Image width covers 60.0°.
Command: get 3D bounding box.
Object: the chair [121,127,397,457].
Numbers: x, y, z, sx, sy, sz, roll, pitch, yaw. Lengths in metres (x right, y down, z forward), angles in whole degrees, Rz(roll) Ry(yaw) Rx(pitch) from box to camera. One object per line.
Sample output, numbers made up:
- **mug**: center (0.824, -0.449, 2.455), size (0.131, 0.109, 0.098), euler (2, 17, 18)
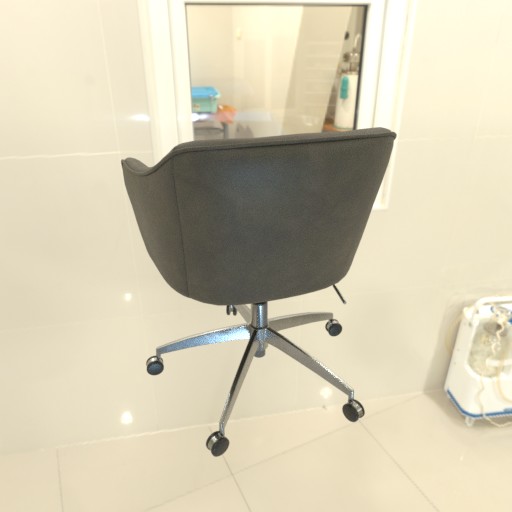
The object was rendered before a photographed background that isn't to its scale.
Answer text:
- **chair**: center (0.000, 0.000, 1.323), size (0.713, 0.827, 0.689), euler (-9, 28, -17)
